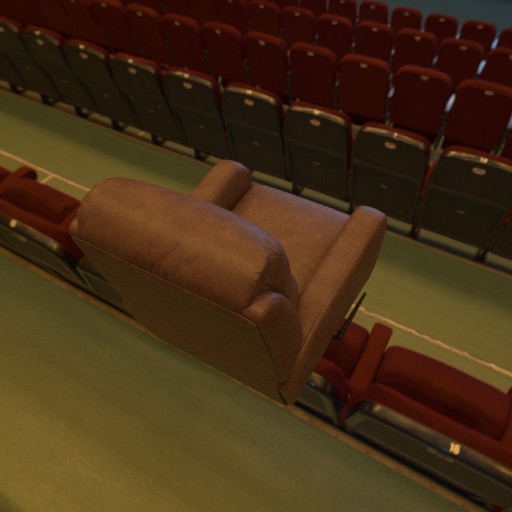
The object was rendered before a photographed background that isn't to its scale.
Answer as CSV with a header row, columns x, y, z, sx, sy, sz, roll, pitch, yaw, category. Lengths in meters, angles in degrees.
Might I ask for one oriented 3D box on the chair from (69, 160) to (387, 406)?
x,y,z,sx,sy,sz,roll,pitch,yaw,category
0.000,0.000,1.805,0.865,1.067,1.067,23,50,20,chair
